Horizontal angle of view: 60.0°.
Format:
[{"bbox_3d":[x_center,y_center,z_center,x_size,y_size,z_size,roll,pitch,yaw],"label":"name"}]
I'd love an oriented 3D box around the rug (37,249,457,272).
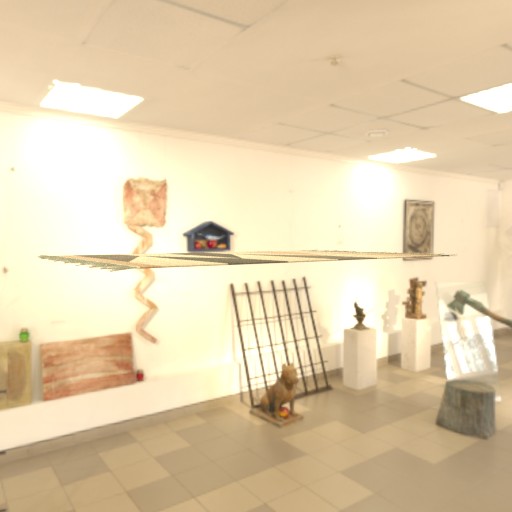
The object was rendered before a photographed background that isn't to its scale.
[{"bbox_3d":[0.000,0.000,2.459,2.021,0.027,1.224,-2,3,-36],"label":"rug"}]
